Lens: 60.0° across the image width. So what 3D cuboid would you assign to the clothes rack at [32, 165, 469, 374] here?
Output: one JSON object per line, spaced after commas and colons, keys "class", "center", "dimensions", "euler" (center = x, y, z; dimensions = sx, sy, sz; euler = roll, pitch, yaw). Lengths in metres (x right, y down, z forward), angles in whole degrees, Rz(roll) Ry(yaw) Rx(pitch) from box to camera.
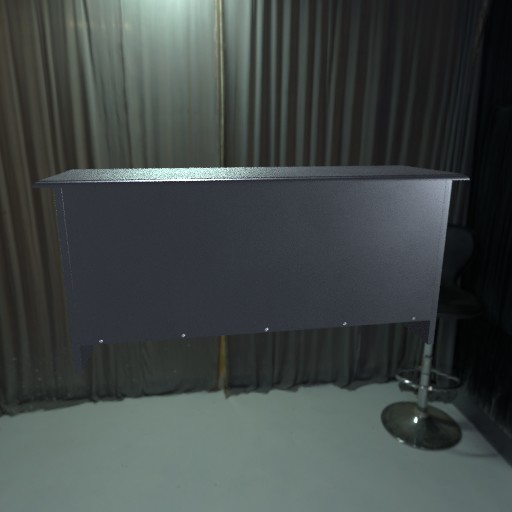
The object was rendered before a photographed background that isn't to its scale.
{"class": "clothes rack", "center": [0.000, 0.000, 1.482], "dimensions": [1.219, 0.556, 0.406], "euler": [-3, 16, -9]}
